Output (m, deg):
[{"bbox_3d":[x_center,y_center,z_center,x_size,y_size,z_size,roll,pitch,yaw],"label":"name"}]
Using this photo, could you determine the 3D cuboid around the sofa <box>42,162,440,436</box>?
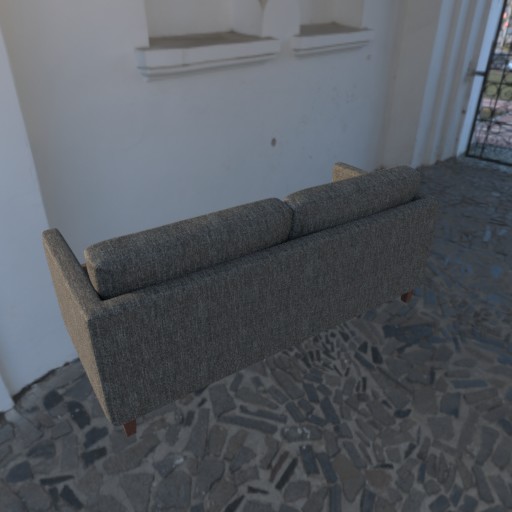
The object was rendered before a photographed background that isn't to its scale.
[{"bbox_3d":[0.000,0.000,2.712,2.208,0.960,0.948,-18,34,-29],"label":"sofa"}]
